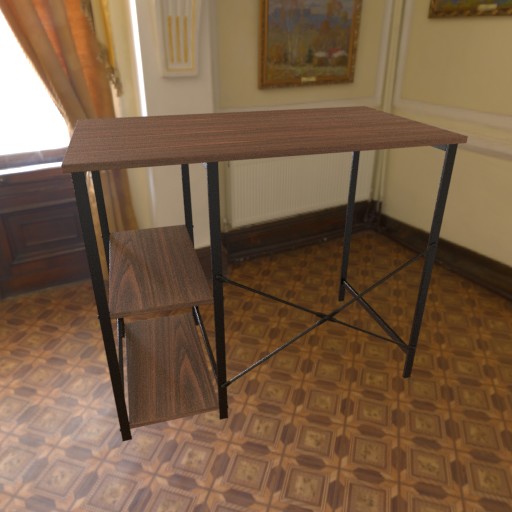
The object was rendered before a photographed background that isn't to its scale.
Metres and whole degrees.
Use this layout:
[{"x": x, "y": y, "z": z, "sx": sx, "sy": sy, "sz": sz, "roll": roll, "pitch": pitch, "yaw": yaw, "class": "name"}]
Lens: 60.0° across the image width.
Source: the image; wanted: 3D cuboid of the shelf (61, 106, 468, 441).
[{"x": 0.000, "y": 0.000, "z": 1.320, "sx": 0.902, "sy": 0.750, "sz": 0.498, "roll": -8, "pitch": 28, "yaw": -15, "class": "shelf"}]
